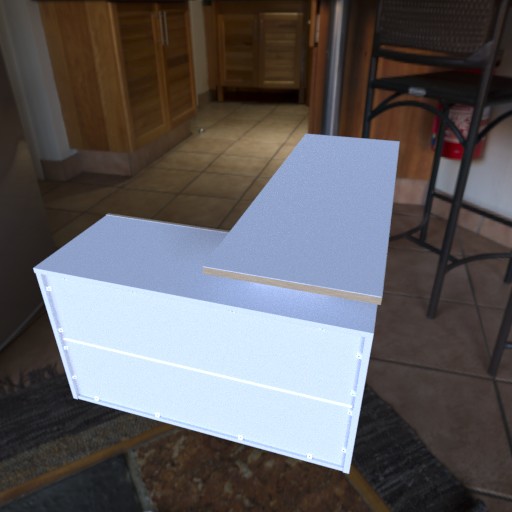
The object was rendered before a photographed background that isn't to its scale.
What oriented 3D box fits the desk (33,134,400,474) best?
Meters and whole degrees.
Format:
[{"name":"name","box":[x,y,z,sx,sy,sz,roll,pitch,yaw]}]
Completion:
[{"name":"desk","box":[0.000,0.000,2.018,1.098,0.755,1.404,9,32,15]}]
